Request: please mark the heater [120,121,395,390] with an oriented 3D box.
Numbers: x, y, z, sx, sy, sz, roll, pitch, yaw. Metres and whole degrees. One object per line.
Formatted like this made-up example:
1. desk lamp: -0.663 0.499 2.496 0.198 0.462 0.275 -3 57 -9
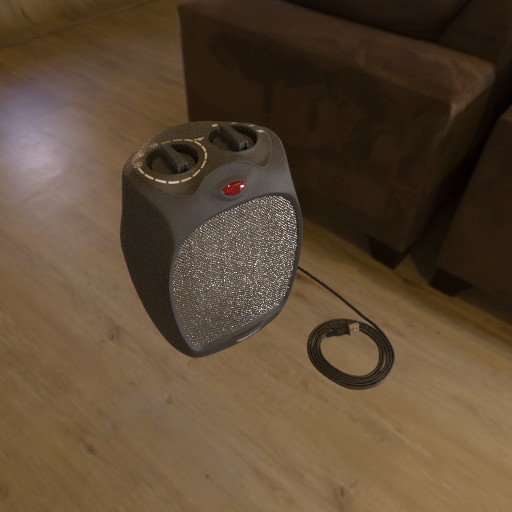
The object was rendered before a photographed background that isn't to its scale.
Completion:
1. heater: 0.000 0.000 0.463 0.239 0.240 0.291 -26 51 -23
